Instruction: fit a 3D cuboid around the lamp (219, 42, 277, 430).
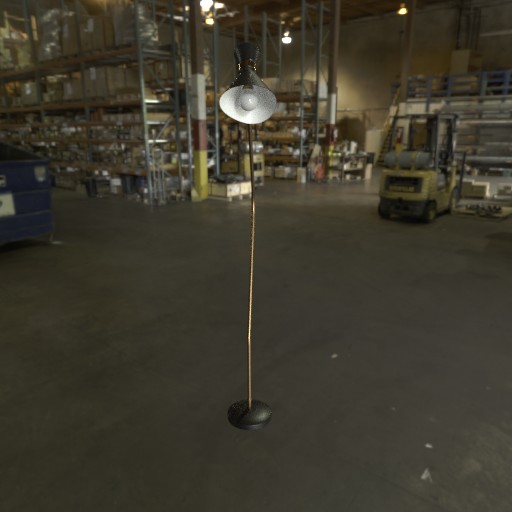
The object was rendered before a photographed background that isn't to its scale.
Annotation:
[{"bbox_3d":[0.000,0.000,1.647,0.277,1.438,0.467,8,17,26],"label":"lamp"}]
